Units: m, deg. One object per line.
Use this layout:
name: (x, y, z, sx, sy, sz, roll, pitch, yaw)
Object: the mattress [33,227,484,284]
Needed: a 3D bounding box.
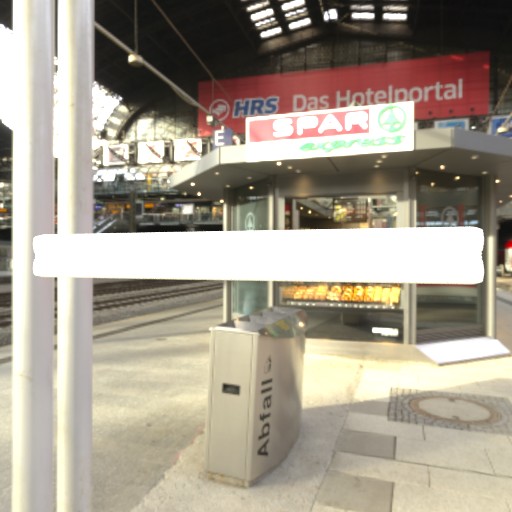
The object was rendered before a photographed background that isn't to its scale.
mattress: (0.000, 0.000, 2.206, 1.900, 0.200, 0.900, 0, 0, 18)
